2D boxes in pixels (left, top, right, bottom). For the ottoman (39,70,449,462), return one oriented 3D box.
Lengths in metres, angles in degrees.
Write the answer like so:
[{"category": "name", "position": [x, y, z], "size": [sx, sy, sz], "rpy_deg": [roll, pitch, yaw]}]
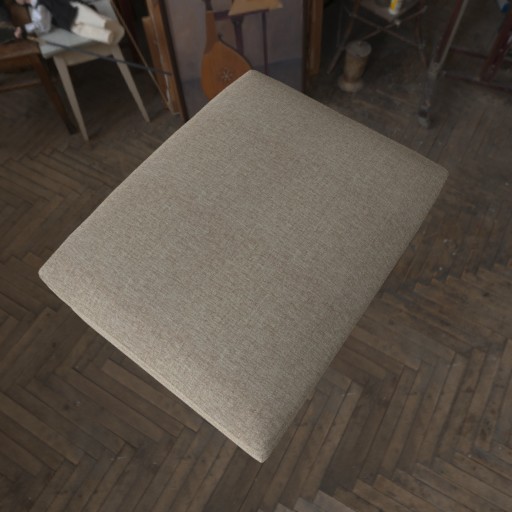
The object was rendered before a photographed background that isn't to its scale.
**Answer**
[{"category": "ottoman", "position": [0.000, 0.000, 1.103], "size": [0.584, 0.513, 0.741], "rpy_deg": [33, 68, 15]}]
